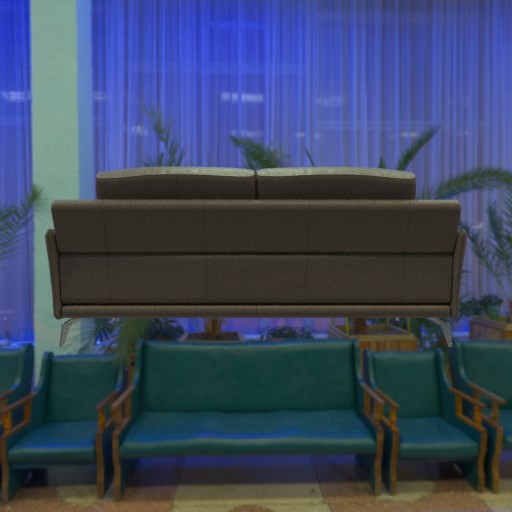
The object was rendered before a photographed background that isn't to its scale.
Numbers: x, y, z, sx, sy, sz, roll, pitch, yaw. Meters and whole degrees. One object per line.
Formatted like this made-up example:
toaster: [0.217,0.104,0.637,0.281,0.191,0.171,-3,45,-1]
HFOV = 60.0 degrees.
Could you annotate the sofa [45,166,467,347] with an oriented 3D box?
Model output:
sofa: [0.000,0.000,2.673,2.101,0.930,1.049,0,1,0]
